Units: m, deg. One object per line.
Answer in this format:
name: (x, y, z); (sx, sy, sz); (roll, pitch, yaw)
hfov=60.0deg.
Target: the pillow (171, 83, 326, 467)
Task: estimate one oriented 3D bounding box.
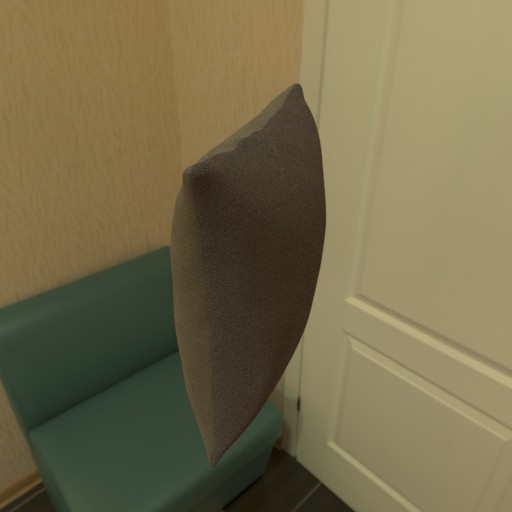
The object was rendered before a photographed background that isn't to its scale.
pillow: (0.000, 0.000, 0.691); (0.204, 0.439, 0.452); (9, 32, 15)
